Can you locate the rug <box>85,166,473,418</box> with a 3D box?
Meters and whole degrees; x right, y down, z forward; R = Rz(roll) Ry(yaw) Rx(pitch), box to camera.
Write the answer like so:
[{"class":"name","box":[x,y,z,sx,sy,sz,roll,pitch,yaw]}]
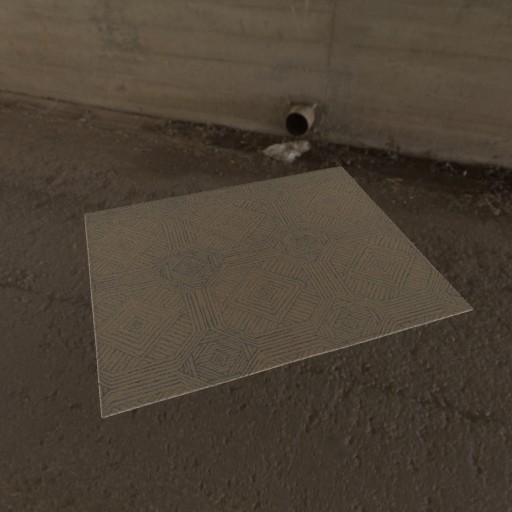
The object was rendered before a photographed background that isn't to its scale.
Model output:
[{"class":"rug","box":[0.000,0.000,4.246,3.049,0.015,2.457,-13,44,-14]}]
